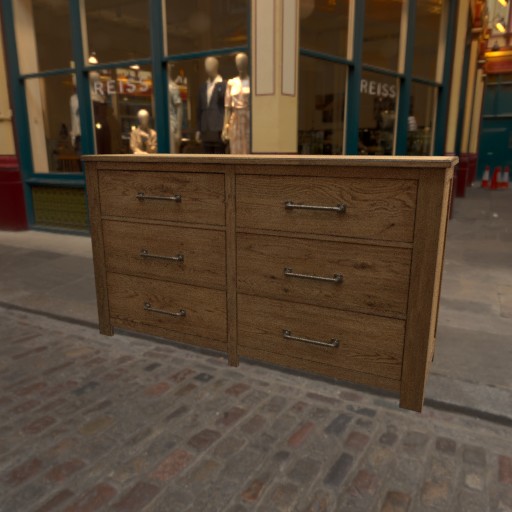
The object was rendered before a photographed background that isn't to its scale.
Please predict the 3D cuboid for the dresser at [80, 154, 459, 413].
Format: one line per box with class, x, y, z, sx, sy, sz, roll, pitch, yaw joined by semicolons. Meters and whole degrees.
dresser;0.000;0.000;2.117;1.657;0.932;0.563;7;15;26
